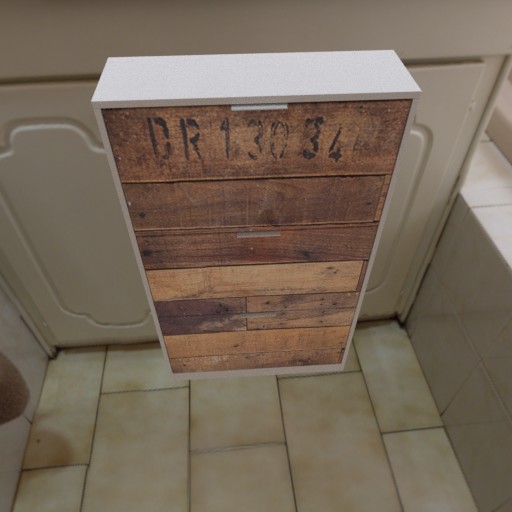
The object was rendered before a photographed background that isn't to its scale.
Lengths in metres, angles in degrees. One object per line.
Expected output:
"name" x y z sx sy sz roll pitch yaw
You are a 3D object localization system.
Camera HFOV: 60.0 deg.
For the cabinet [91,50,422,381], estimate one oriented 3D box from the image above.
"cabinet" 0.000 0.000 1.542 0.750 1.280 0.250 -3 47 -3
